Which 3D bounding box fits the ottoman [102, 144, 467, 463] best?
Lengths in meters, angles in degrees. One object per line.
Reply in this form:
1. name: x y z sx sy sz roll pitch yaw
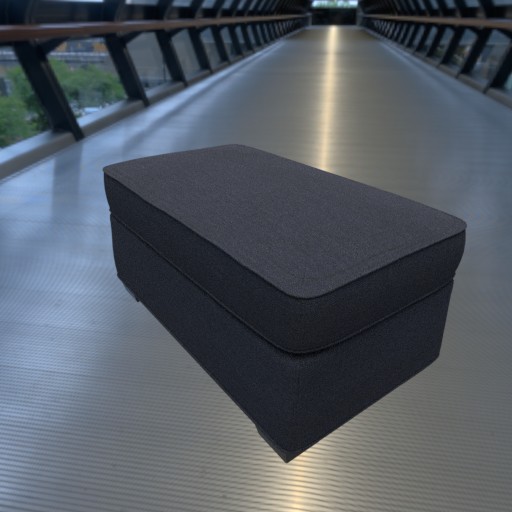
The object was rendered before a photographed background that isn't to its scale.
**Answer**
1. ottoman: 0.000 0.000 1.189 0.505 0.453 0.895 -19 33 -32
